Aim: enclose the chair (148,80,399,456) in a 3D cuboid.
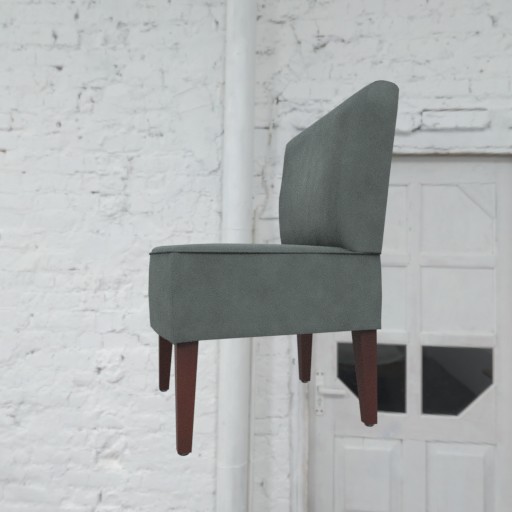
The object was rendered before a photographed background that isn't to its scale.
[{"bbox_3d":[0.000,0.000,1.174,0.554,0.806,0.521,0,-1,-17],"label":"chair"}]
